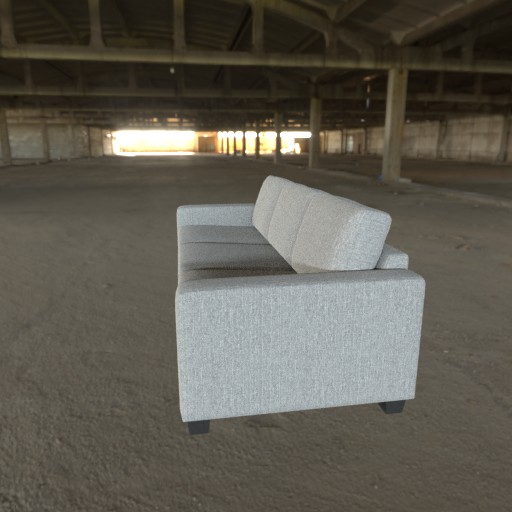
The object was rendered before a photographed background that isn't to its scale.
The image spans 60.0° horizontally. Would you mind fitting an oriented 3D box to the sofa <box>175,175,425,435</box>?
[{"bbox_3d":[0.000,0.000,2.553,0.900,0.800,2.120,-2,14,-9],"label":"sofa"}]
